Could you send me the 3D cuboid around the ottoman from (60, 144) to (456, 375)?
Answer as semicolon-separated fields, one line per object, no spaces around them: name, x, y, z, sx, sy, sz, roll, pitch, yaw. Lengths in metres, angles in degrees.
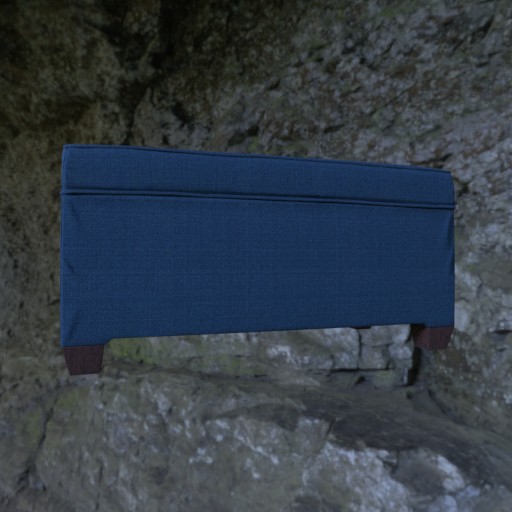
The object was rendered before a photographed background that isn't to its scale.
ottoman;0.000;0.000;1.193;0.943;0.474;0.474;0;-1;-17
